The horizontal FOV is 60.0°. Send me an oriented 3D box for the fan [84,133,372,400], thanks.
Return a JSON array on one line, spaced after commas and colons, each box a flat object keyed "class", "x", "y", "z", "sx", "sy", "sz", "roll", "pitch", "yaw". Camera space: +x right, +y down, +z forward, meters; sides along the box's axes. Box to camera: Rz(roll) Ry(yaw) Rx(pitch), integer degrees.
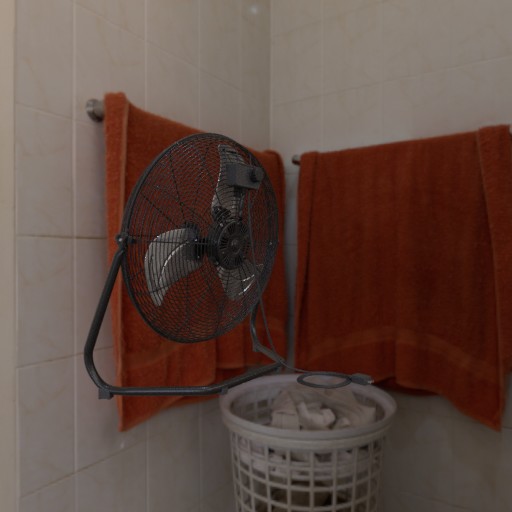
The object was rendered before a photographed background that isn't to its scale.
[{"class": "fan", "x": 0.000, "y": 0.000, "z": 0.950, "sx": 0.424, "sy": 0.546, "sz": 0.555, "roll": 0, "pitch": 0, "yaw": 36}]
